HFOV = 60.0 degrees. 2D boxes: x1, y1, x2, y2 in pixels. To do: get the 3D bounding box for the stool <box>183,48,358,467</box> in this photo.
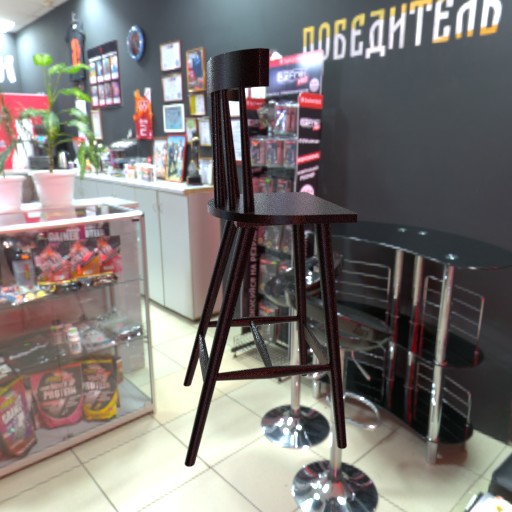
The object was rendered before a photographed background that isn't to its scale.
[{"bbox_3d":[0.000,0.000,1.359,0.483,1.092,0.482,-2,15,-9],"label":"stool"}]
